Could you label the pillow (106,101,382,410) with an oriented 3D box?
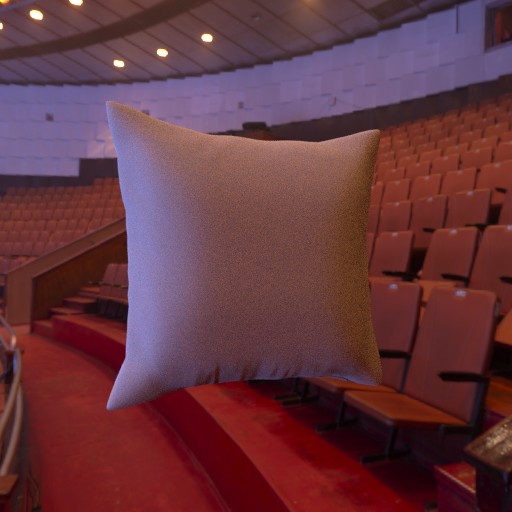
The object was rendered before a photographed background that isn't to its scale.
[{"bbox_3d":[0.000,0.000,0.780,0.504,0.494,0.188,0,-1,-17],"label":"pillow"}]
